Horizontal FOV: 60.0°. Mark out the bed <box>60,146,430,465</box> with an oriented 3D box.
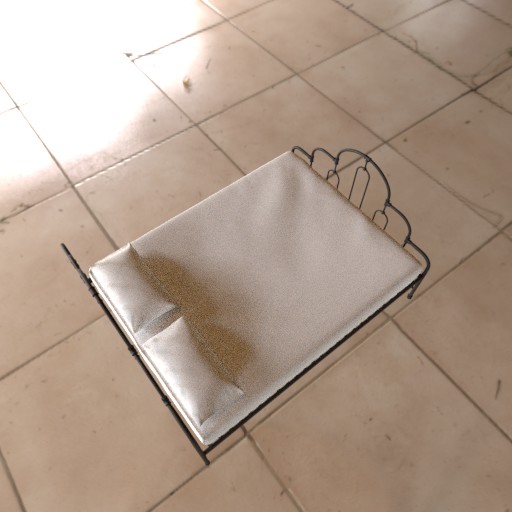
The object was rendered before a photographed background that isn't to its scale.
[{"bbox_3d":[0.000,0.000,3.222,2.163,1.429,1.640,-34,64,-19],"label":"bed"}]
